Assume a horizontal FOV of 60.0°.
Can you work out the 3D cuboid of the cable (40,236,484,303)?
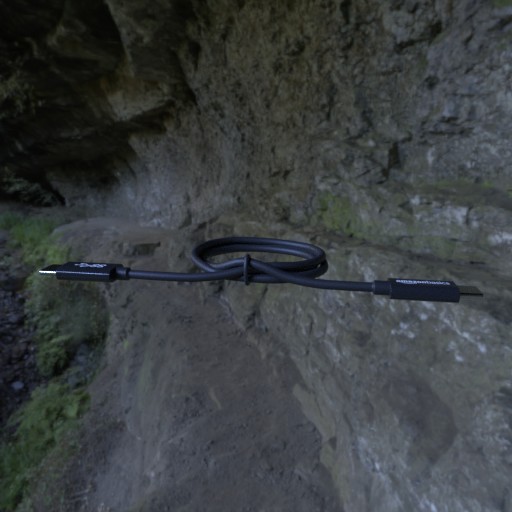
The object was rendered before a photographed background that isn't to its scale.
[{"bbox_3d":[0.000,0.000,0.214,0.186,0.014,0.070,2,15,9],"label":"cable"}]
